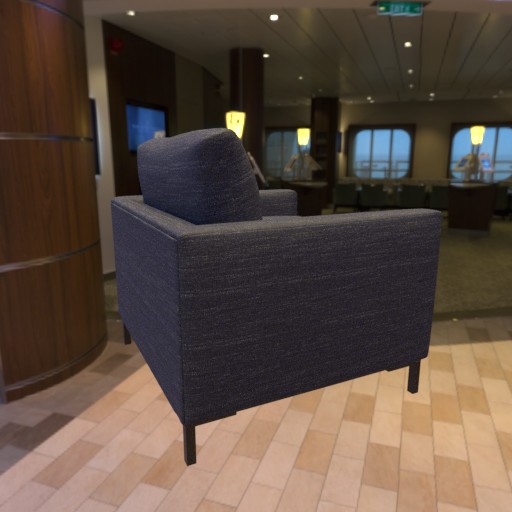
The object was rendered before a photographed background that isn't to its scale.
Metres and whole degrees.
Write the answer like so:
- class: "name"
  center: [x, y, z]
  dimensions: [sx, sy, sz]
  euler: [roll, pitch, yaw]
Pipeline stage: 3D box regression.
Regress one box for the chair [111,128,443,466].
- class: "chair"
  center: [0.000, 0.000, 1.625]
  dimensions: [0.866, 0.861, 0.963]
  euler: [-6, 14, -26]
